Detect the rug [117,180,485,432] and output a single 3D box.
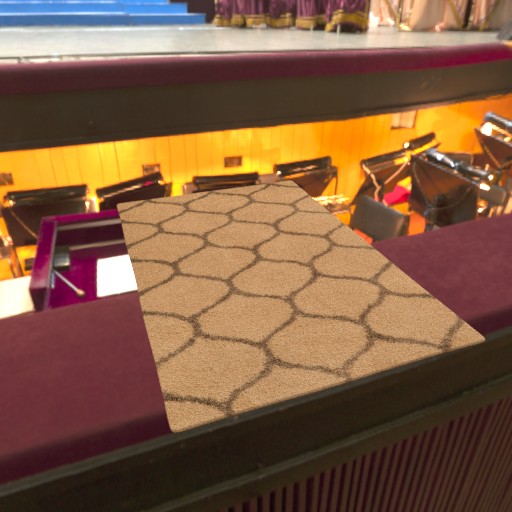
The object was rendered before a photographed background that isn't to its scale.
[{"bbox_3d":[0.000,0.000,3.341,1.801,0.026,2.701,-11,32,-17],"label":"rug"}]
